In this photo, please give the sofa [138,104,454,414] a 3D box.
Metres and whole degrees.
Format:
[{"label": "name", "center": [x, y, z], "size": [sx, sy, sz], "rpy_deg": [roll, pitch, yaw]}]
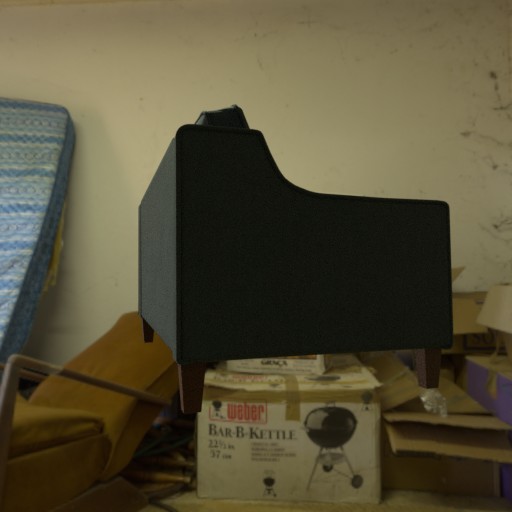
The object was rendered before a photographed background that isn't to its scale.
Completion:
[{"label": "sofa", "center": [0.000, 0.000, 2.108], "size": [0.987, 0.971, 1.501], "rpy_deg": [1, -2, -19]}]
